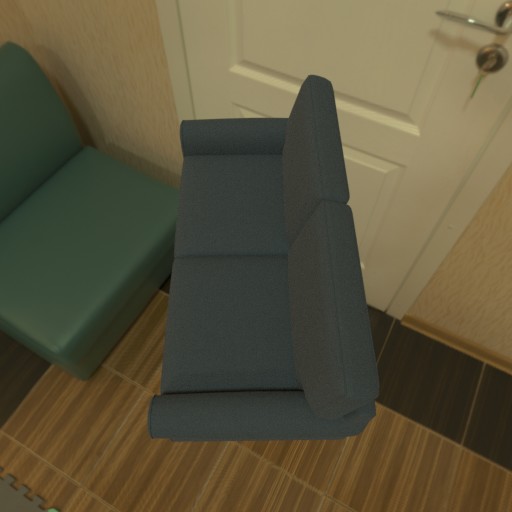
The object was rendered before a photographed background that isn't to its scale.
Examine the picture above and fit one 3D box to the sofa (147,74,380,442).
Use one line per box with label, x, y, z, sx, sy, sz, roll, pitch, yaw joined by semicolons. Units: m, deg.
sofa;0.000;0.000;2.458;0.940;1.020;1.930;-1;58;0
